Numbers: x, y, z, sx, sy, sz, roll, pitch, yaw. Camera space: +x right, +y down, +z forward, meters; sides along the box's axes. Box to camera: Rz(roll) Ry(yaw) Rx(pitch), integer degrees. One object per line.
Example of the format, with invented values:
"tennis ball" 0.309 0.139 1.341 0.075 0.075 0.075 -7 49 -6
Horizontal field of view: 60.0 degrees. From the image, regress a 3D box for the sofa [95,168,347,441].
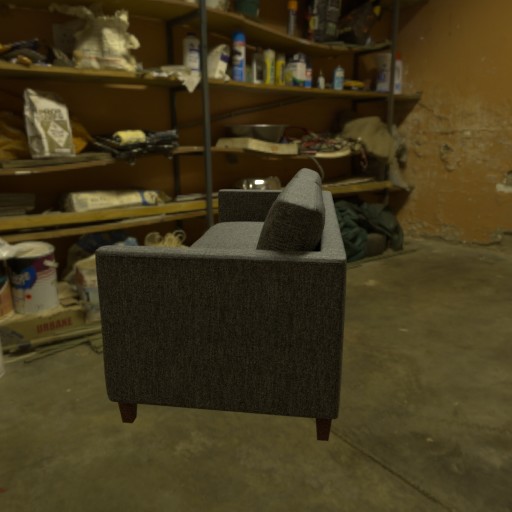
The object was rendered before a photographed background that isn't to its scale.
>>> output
"sofa" 0.000 0.000 2.678 0.948 0.960 2.208 2 14 8
